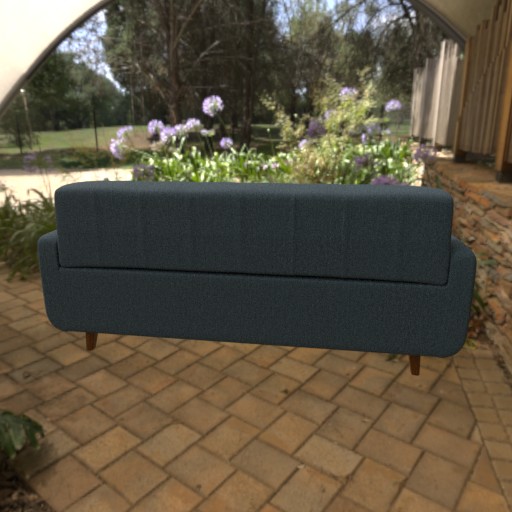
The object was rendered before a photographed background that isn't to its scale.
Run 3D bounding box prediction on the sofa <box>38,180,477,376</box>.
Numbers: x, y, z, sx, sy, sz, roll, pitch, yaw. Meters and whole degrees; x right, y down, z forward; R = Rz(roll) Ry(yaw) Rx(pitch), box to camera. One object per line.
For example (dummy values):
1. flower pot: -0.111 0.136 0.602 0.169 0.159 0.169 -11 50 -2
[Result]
1. sofa: 0.000 0.000 2.507 2.055 0.884 0.942 2 16 8
